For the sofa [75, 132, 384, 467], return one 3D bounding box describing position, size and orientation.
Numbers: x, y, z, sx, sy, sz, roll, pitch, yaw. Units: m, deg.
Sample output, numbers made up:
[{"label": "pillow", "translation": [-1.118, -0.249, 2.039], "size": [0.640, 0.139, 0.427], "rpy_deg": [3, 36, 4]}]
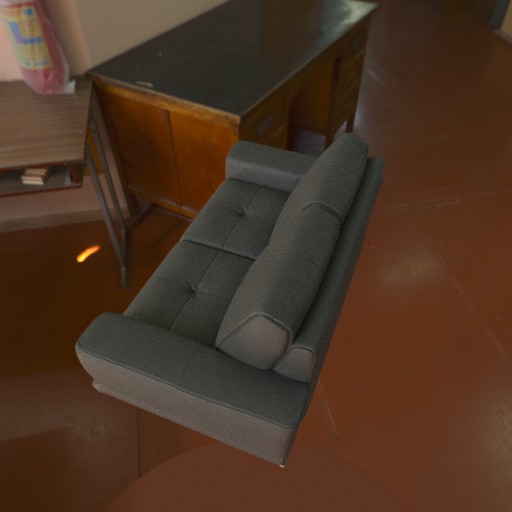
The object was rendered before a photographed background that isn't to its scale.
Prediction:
[{"label": "sofa", "translation": [0.000, 0.000, 2.384], "size": [1.018, 0.907, 1.806], "rpy_deg": [16, 48, 15]}]
